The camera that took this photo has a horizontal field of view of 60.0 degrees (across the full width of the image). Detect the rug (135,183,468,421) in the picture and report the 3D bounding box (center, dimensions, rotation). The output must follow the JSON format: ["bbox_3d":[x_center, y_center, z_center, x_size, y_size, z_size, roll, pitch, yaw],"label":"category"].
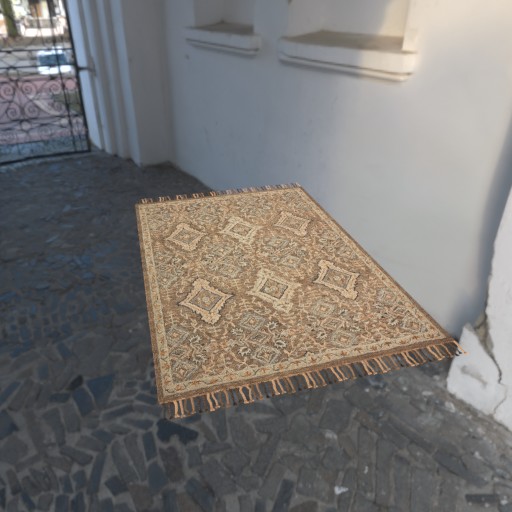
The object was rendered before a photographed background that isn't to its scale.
[{"bbox_3d":[0.000,0.000,3.046,1.516,0.010,2.434,-8,31,-14],"label":"rug"}]
